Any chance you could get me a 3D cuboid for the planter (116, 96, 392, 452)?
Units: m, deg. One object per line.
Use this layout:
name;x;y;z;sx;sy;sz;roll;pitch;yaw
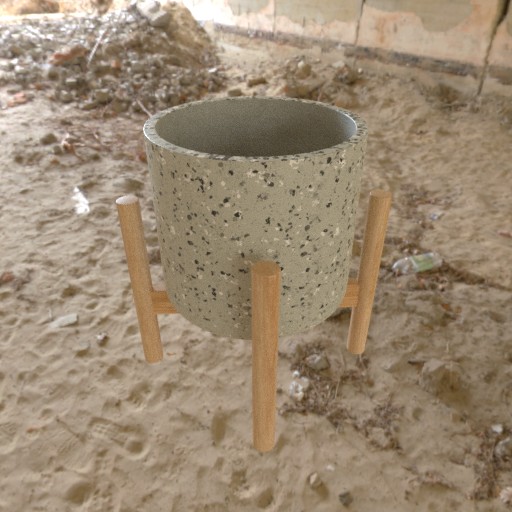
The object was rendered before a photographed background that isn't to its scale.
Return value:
planter;0.000;0.000;0.532;0.284;0.320;0.284;11;34;16
